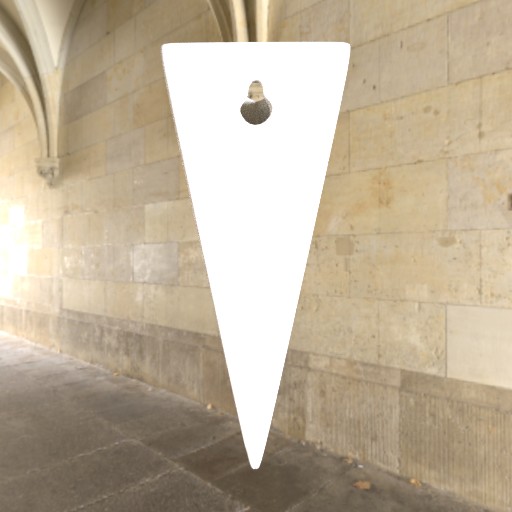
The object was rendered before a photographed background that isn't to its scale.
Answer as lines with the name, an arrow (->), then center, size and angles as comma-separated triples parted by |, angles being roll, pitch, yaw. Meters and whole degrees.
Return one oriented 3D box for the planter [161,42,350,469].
planter -> 0.000, 0.000, 0.271 | 0.101, 0.224, 0.081 | 0, -1, 1
